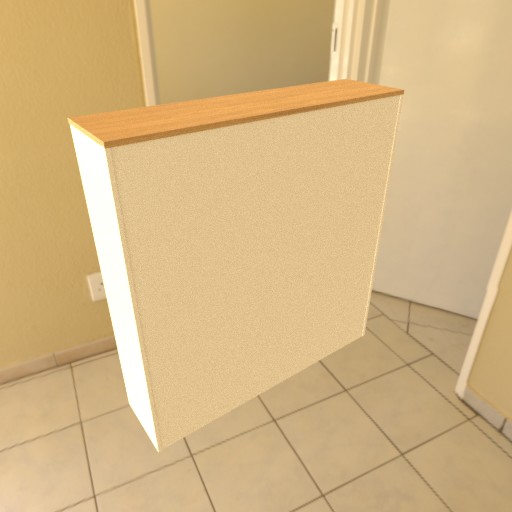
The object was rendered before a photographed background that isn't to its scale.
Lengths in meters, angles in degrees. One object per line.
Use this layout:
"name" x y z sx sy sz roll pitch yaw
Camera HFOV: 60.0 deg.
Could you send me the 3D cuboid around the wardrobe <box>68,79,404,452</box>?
"wardrobe" 0.000 0.000 3.367 2.160 2.260 0.590 -20 36 -30
